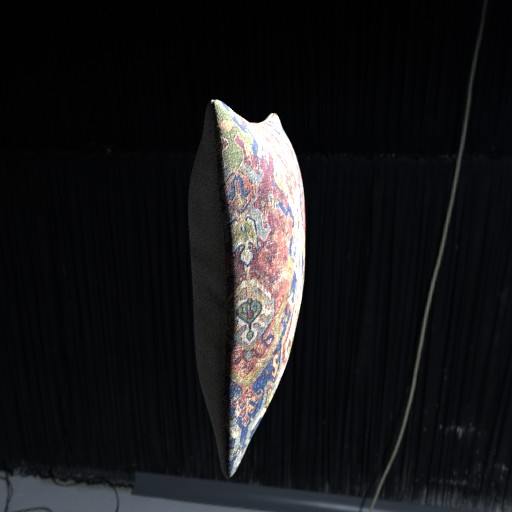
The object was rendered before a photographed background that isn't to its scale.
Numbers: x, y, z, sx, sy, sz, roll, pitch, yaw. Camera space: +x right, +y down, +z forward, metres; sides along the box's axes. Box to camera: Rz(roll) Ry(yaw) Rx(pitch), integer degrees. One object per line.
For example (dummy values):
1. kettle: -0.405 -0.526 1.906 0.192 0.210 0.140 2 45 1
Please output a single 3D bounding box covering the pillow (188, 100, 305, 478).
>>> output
1. pillow: 0.000 0.000 0.799 0.166 0.506 0.523 3 16 10
